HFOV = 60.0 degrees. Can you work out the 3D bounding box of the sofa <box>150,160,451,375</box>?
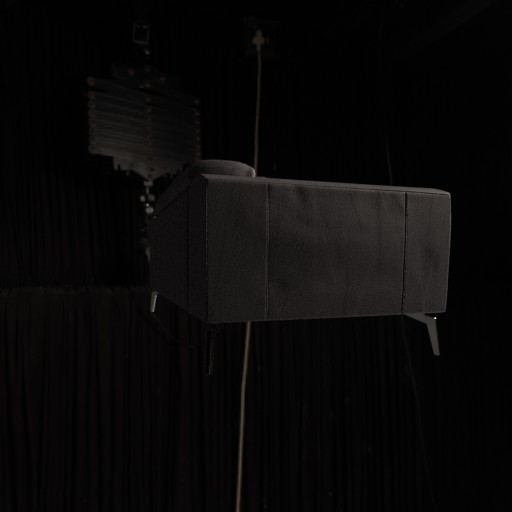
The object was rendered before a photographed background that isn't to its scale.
[{"bbox_3d":[0.000,0.000,2.445,1.003,0.779,1.895,0,-1,-19],"label":"sofa"}]
